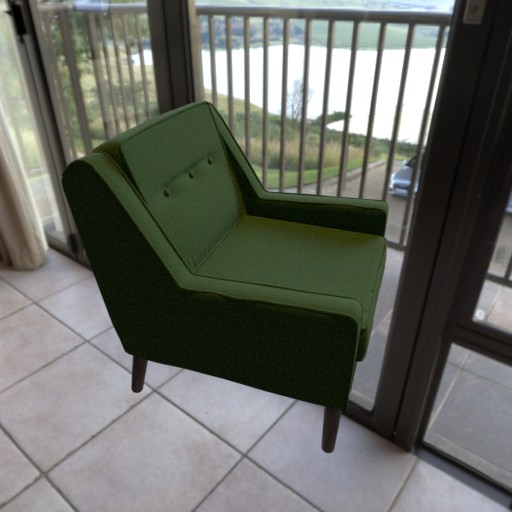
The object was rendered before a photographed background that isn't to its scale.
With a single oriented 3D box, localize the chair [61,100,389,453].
[{"bbox_3d":[0.000,0.000,1.341,0.743,0.792,0.663,11,33,17],"label":"chair"}]
